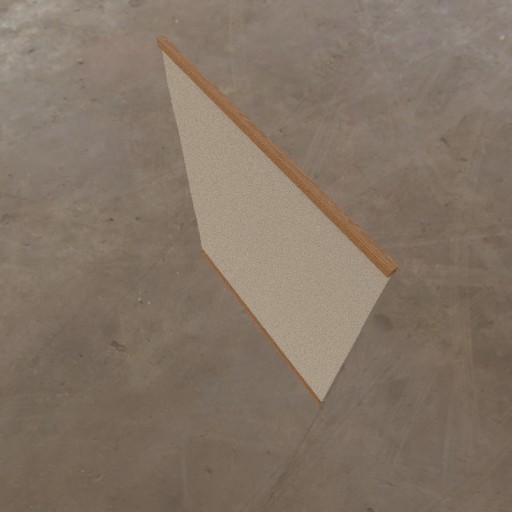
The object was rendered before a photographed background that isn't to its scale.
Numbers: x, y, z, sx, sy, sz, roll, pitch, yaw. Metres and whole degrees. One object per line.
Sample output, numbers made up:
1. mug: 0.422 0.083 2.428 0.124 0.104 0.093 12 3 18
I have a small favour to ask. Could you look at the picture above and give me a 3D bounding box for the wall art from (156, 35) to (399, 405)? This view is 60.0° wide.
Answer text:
1. wall art: 0.000 0.000 0.678 0.010 0.507 0.404 -32 64 -17
